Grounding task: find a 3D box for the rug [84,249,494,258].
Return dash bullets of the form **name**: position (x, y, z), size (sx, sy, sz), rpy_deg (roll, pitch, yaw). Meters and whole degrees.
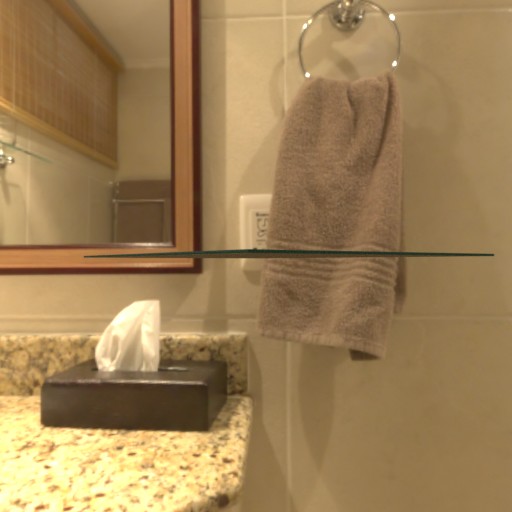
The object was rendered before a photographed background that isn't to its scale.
- **rug**: position (0.000, 0.000, 2.845), size (1.594, 0.013, 2.213), rpy_deg (0, -1, -35)
